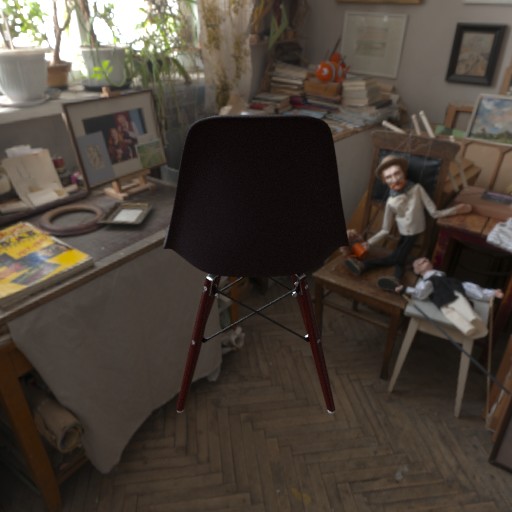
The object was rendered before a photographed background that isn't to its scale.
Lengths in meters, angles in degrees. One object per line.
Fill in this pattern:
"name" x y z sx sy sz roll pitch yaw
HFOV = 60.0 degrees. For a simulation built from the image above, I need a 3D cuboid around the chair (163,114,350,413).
"chair" 0.000 0.000 1.150 0.470 0.826 0.533 -1 30 -1
